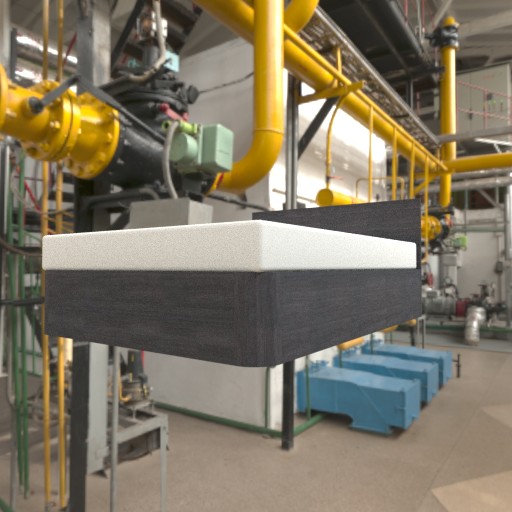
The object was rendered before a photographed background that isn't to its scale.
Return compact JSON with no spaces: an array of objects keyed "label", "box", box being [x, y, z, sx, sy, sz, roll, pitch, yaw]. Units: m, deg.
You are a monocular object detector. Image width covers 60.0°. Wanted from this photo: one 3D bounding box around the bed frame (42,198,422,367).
[{"label":"bed frame","box":[0.000,0.000,2.630,1.400,0.800,1.900,-1,-2,35]}]
